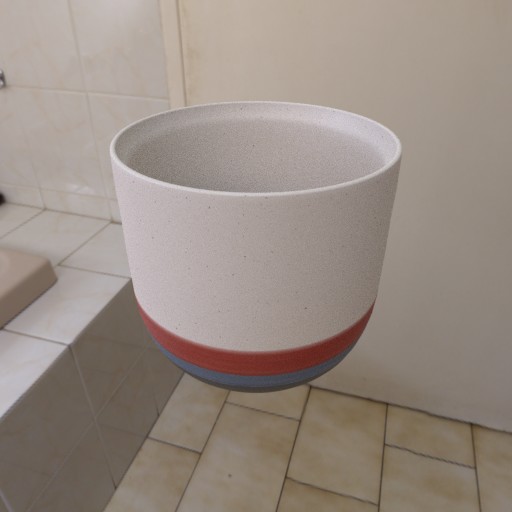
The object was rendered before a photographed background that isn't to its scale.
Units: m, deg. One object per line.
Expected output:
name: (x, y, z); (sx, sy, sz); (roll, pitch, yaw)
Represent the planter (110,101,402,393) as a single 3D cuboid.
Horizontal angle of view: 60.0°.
planter: (0.000, 0.000, 0.489); (0.268, 0.270, 0.268); (0, 33, 0)
